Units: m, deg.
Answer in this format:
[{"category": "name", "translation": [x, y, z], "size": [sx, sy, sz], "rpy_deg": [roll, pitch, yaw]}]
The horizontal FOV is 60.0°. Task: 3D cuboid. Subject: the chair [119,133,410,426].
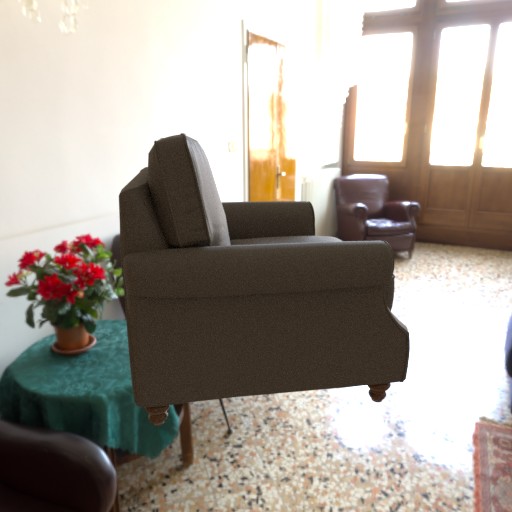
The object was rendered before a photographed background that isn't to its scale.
[{"category": "chair", "translation": [0.000, 0.000, 1.811], "size": [0.966, 0.967, 1.029], "rpy_deg": [-3, 16, -9]}]
